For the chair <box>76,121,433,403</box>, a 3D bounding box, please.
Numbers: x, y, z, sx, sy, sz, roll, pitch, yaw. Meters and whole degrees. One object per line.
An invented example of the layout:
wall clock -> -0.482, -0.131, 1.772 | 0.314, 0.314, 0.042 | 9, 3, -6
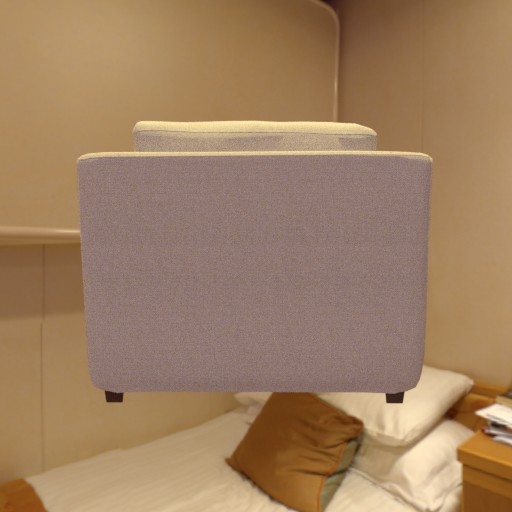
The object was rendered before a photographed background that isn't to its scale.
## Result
chair -> 0.000, 0.000, 1.936 | 1.178, 1.016, 1.009 | 0, 1, 1
